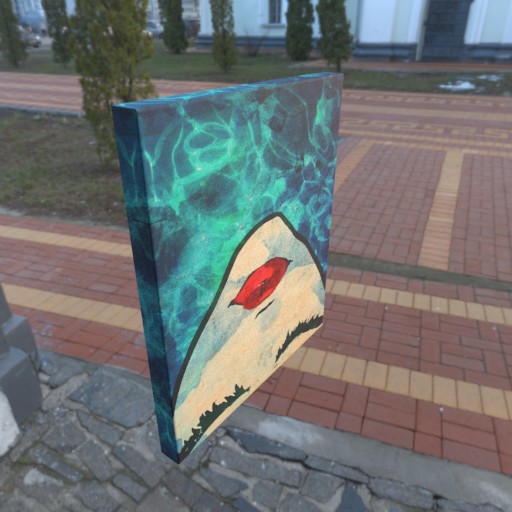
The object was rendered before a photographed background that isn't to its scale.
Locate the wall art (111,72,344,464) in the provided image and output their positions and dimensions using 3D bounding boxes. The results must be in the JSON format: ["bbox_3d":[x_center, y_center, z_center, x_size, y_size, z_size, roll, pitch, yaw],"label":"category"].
[{"bbox_3d":[0.000,0.000,0.702,0.038,0.508,0.432,19,33,32],"label":"wall art"}]
